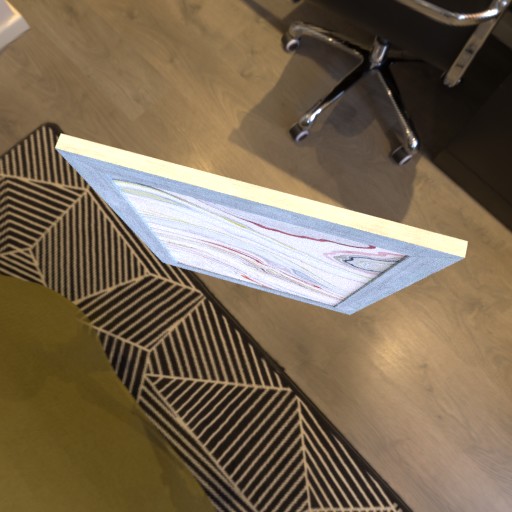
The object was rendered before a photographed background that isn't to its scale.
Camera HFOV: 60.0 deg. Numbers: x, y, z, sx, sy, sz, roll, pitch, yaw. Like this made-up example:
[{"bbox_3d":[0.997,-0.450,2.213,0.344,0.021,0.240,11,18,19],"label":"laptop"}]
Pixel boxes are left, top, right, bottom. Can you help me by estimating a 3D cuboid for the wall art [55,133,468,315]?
[{"bbox_3d":[0.000,0.000,0.801,0.481,0.613,0.020,15,77,4],"label":"wall art"}]
